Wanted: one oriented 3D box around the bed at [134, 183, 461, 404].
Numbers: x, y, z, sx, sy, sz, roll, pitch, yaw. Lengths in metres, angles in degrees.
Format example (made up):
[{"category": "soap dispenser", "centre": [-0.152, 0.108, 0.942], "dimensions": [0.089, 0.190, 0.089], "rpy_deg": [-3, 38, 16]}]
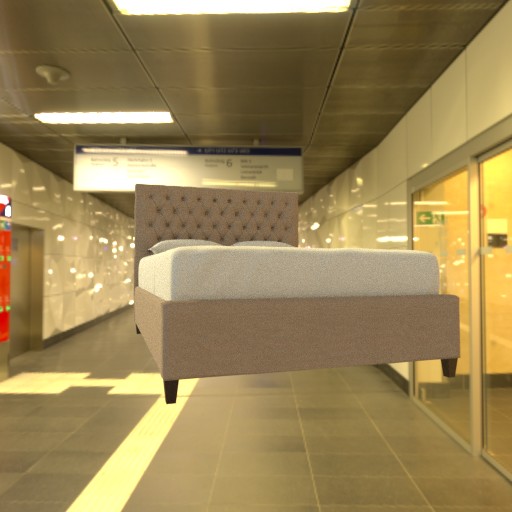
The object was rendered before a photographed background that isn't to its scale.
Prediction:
[{"category": "bed", "centre": [0.000, 0.000, 3.392], "dimensions": [1.698, 1.427, 2.387], "rpy_deg": [1, -2, -18]}]
